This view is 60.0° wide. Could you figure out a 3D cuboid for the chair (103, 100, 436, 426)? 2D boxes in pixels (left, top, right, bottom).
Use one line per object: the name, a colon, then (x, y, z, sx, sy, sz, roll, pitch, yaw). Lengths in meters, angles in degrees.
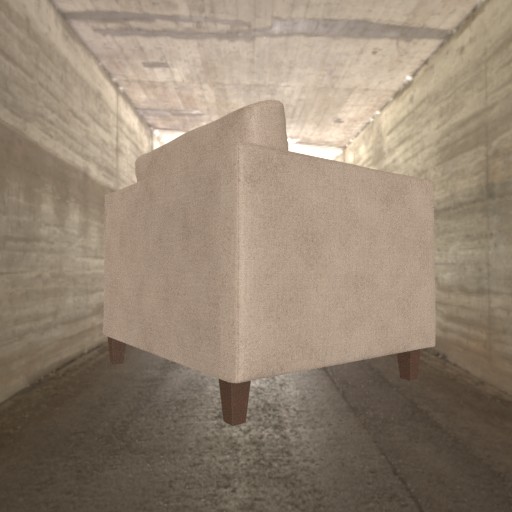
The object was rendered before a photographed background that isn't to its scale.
chair: (0.000, 0.000, 1.865, 0.959, 0.961, 1.133, 1, -2, -37)
